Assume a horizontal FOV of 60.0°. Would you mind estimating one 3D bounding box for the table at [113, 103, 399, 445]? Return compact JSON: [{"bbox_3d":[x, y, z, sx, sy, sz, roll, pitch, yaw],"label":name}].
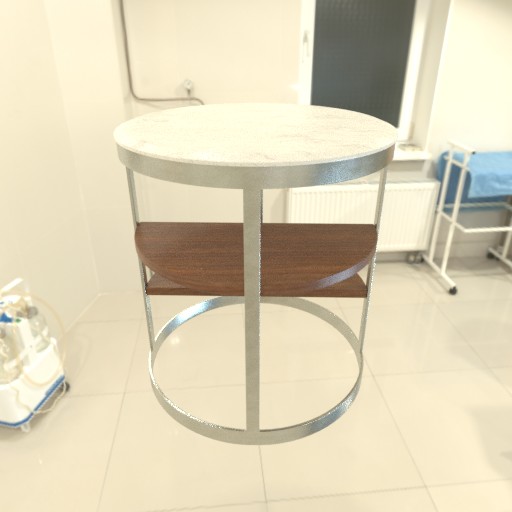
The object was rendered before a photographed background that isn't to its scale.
[{"bbox_3d":[0.000,0.000,0.757,0.407,0.447,0.407,0,27,0],"label":"table"}]
